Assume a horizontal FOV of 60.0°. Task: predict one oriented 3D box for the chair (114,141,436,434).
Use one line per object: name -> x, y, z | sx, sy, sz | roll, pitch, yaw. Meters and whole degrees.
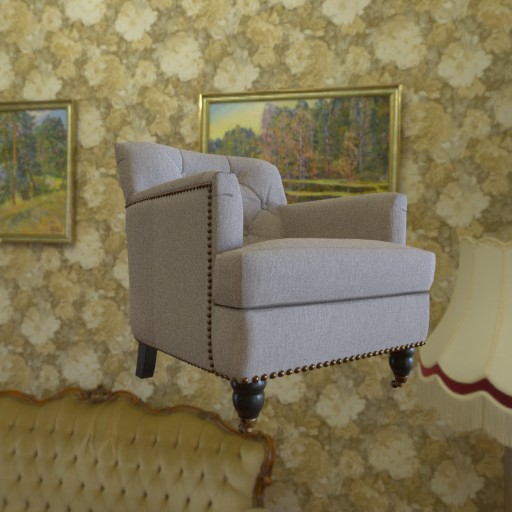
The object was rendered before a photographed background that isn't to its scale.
chair -> 0.000, 0.000, 1.477 | 0.737, 0.823, 0.902 | -1, 1, -37
